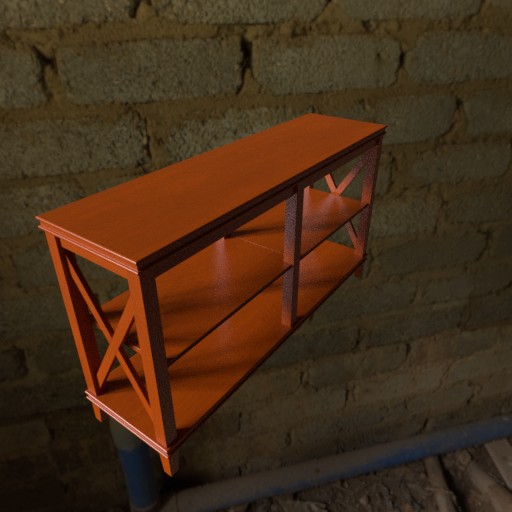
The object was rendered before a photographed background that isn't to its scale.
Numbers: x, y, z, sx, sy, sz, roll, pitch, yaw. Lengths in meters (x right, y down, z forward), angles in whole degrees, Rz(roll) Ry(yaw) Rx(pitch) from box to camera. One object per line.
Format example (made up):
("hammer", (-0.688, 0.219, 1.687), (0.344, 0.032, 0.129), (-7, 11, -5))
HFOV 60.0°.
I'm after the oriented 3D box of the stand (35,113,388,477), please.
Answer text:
("stand", (0.000, 0.000, 1.694), (0.381, 0.762, 1.372), (21, 37, 30))
